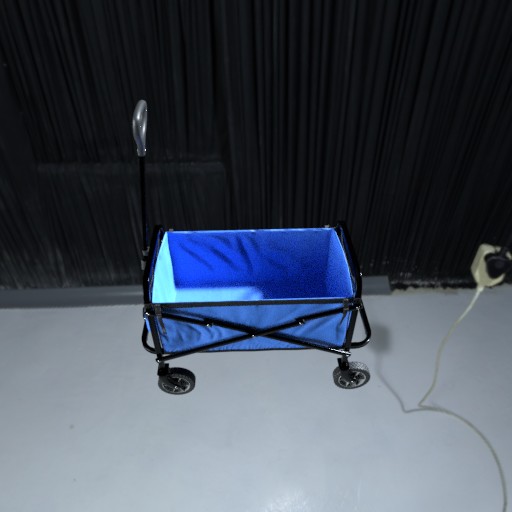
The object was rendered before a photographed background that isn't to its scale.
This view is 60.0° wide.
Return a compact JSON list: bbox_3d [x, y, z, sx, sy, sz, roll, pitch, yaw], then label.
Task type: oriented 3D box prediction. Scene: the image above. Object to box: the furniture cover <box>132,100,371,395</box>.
[{"bbox_3d":[0.000,0.000,1.840,1.038,1.295,0.532,-1,41,-2],"label":"furniture cover"}]
